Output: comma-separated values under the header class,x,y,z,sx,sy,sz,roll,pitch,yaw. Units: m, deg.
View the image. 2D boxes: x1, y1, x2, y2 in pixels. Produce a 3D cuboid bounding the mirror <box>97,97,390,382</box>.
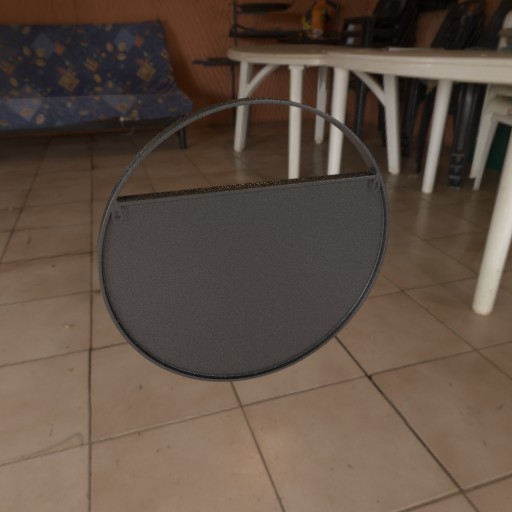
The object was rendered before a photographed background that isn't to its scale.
class,x,y,z,sx,sy,sz,roll,pitch,yaw
mirror,0.000,0.000,0.838,0.565,0.565,0.032,-9,27,-17
